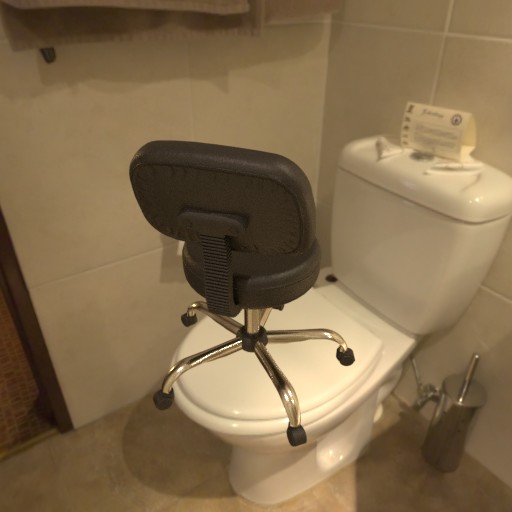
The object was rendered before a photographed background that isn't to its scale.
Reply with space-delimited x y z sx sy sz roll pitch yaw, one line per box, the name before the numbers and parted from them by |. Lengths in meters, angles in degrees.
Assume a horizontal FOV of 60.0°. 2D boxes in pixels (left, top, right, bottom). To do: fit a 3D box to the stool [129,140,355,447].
stool | 0.000 0.000 1.344 0.673 0.862 0.648 10 34 15
